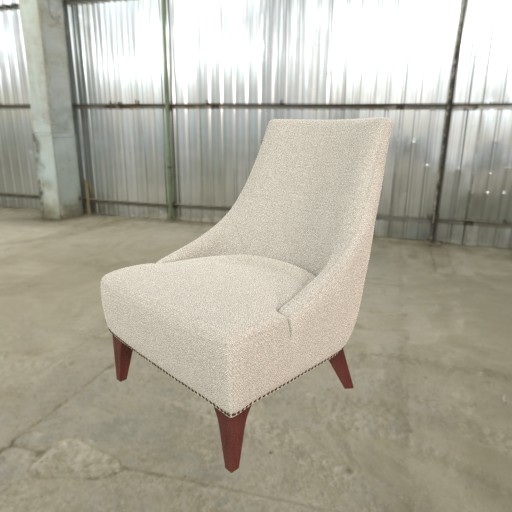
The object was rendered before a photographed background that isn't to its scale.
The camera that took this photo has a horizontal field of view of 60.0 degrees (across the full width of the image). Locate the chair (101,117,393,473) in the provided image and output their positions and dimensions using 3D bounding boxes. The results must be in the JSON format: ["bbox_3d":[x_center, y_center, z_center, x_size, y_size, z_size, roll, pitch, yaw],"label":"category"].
[{"bbox_3d":[0.000,0.000,1.518,0.861,0.909,0.701,-15,22,-42],"label":"chair"}]
